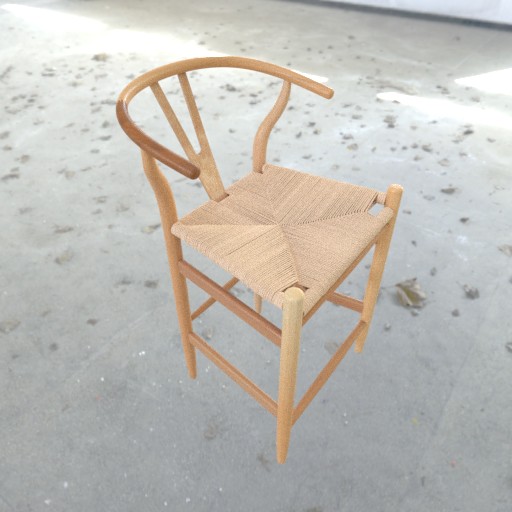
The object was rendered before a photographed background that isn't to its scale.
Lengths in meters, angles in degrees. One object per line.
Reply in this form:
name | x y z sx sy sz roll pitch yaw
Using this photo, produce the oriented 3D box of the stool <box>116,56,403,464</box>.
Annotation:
stool | 0.000 0.000 1.237 0.575 0.923 0.536 25 46 27
